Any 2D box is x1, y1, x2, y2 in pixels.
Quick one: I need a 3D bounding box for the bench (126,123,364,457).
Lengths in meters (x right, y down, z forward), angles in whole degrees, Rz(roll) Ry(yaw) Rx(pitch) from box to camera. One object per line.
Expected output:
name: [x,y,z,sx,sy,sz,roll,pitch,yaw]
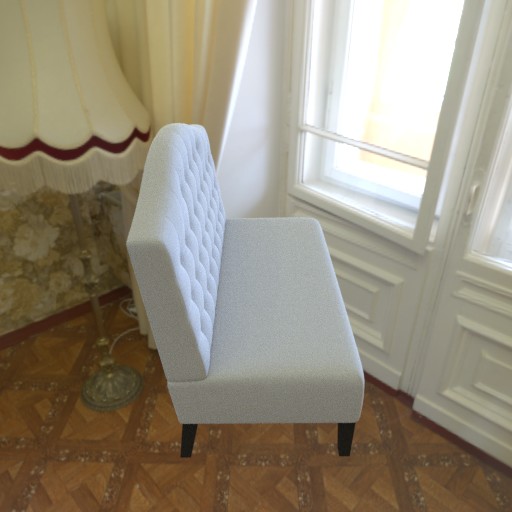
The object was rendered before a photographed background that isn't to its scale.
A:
bench: [0.000,0.000,2.100,0.815,1.180,1.335,0,31,0]
